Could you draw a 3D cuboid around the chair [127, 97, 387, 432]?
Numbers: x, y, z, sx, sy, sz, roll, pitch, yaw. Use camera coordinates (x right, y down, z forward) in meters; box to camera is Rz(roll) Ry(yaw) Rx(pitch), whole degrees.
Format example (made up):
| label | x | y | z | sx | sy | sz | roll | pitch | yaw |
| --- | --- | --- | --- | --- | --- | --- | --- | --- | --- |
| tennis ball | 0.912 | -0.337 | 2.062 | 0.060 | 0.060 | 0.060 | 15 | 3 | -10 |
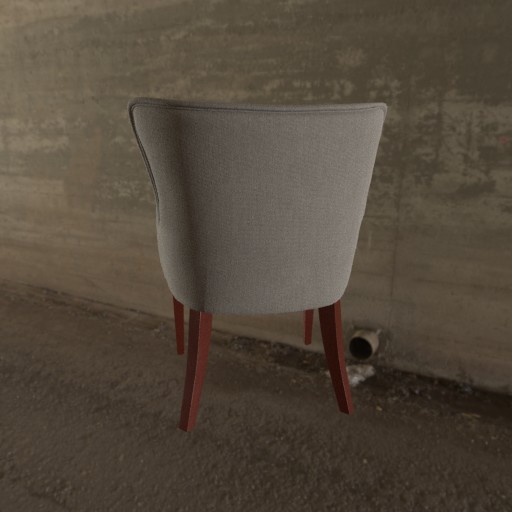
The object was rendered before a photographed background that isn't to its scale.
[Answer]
| label | x | y | z | sx | sy | sz | roll | pitch | yaw |
| --- | --- | --- | --- | --- | --- | --- | --- | --- | --- |
| chair | 0.000 | 0.000 | 1.458 | 0.732 | 0.948 | 0.677 | -2 | 15 | -9 |
